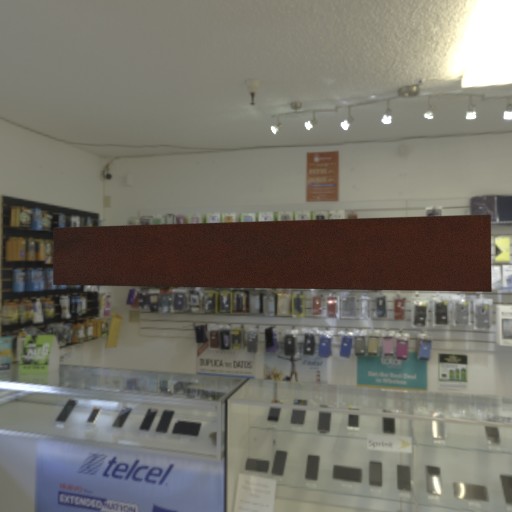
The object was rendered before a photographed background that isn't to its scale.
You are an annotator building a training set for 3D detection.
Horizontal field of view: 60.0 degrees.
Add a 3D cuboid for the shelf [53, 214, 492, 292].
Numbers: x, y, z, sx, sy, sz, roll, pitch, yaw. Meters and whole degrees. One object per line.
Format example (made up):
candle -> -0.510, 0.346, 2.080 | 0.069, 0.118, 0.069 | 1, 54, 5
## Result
shelf -> 0.000, 0.000, 0.666 | 0.607, 0.088, 0.152 | 0, -1, 17
